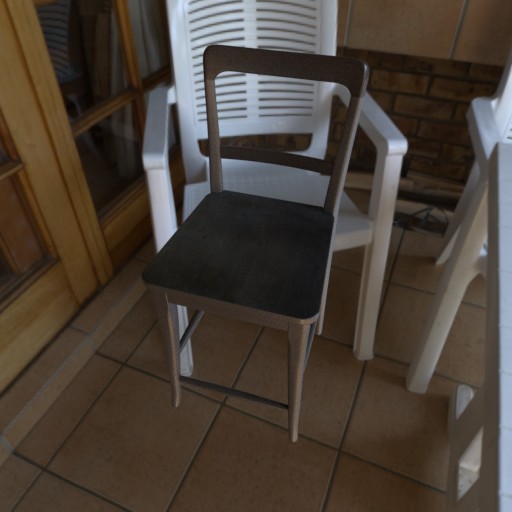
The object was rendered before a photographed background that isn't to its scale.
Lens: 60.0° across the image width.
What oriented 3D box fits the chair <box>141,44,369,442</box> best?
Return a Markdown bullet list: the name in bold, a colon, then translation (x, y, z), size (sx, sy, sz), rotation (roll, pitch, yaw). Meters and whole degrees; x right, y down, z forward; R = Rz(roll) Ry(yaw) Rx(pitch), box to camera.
- **chair**: translation (0.000, 0.000, 1.290), size (0.450, 0.991, 0.546), rotation (12, 43, 13)
